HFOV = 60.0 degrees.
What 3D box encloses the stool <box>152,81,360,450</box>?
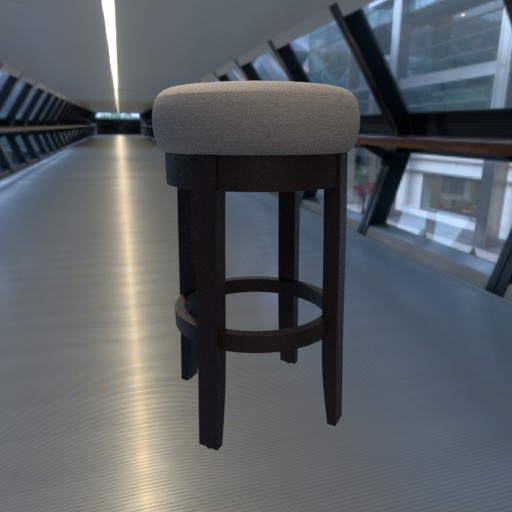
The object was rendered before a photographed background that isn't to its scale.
[{"bbox_3d":[0.000,0.000,1.047,0.443,0.757,0.443,0,15,0],"label":"stool"}]
